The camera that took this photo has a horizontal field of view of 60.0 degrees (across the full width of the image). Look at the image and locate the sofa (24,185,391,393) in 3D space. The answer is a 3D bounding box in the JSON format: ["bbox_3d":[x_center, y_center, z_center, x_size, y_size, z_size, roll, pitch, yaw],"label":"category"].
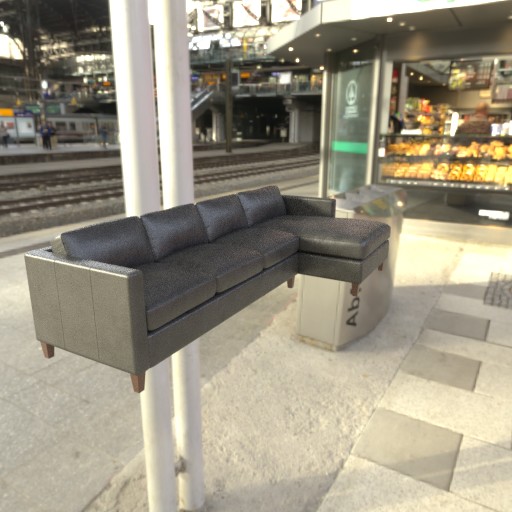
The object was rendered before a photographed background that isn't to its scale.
[{"bbox_3d":[0.000,0.000,3.847,1.581,0.883,3.203,9,18,29],"label":"sofa"}]
